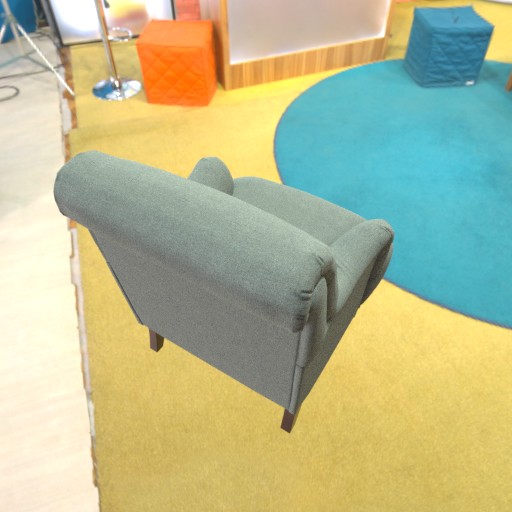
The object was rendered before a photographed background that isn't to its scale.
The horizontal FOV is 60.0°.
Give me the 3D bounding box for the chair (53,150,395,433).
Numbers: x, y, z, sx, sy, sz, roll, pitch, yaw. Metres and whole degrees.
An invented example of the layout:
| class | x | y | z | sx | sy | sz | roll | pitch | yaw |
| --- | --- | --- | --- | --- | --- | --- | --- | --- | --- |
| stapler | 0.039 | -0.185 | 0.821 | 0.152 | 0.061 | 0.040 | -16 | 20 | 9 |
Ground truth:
| class | x | y | z | sx | sy | sz | roll | pitch | yaw |
| --- | --- | --- | --- | --- | --- | --- | --- | --- | --- |
| chair | 0.000 | 0.000 | 1.907 | 0.964 | 1.178 | 1.060 | 25 | 51 | 22 |
